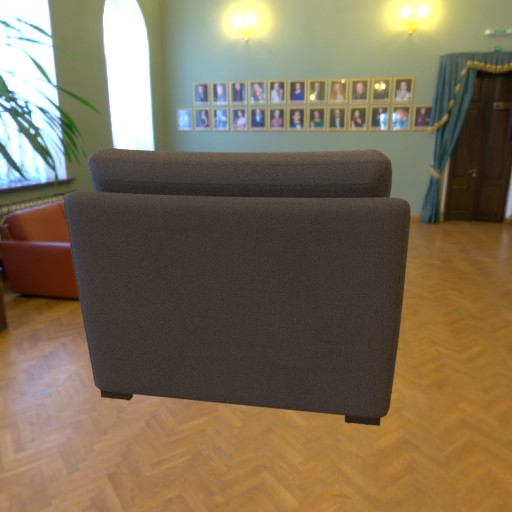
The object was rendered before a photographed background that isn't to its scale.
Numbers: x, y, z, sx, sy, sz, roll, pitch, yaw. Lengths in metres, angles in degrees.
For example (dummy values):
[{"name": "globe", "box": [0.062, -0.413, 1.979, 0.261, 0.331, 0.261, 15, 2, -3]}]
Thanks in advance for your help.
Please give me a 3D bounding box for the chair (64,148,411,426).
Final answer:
[{"name": "chair", "box": [0.000, 0.000, 1.962, 1.168, 0.940, 1.143, 3, 15, 9]}]
